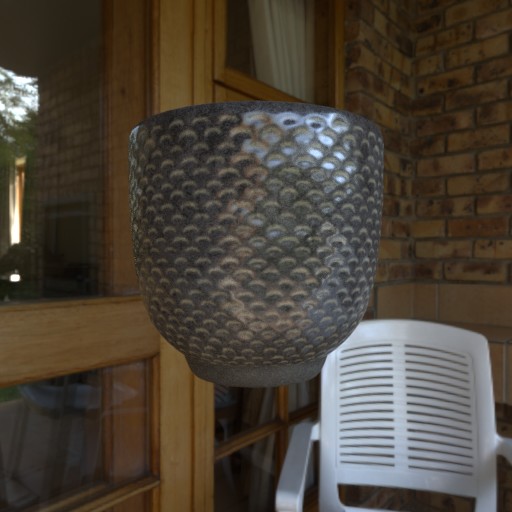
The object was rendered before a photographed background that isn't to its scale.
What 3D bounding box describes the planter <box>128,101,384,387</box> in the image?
[{"bbox_3d":[0.000,0.000,0.311,0.172,0.160,0.172,0,0,0],"label":"planter"}]
